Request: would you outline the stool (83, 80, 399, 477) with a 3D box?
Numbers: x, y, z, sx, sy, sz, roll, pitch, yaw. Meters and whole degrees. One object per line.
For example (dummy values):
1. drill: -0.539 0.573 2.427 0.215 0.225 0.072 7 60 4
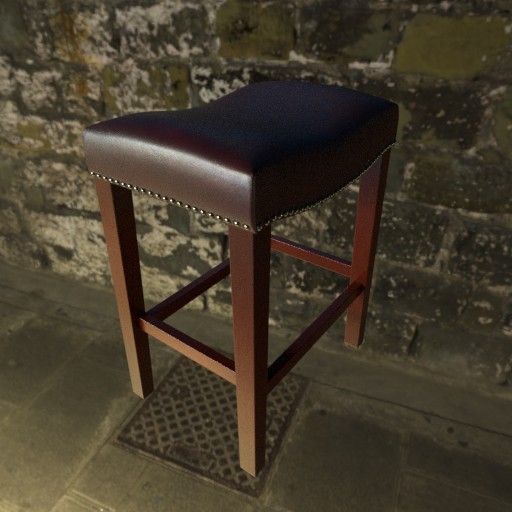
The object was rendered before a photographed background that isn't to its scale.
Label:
1. stool: 0.000 0.000 0.969 0.372 0.657 0.504 21 37 31
